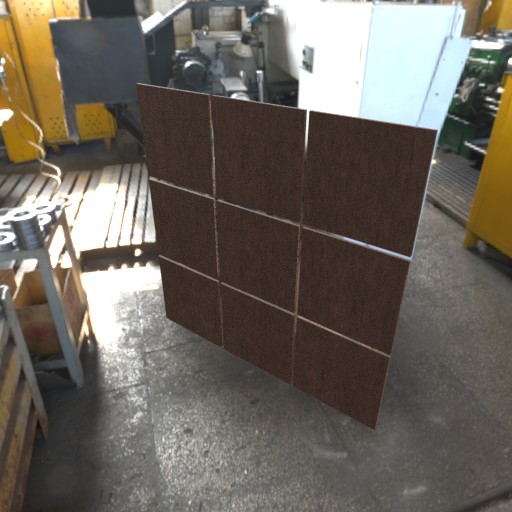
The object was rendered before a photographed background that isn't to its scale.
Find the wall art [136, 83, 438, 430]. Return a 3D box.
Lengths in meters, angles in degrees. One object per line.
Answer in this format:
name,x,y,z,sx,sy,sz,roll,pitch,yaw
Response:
wall art,0.000,0.000,2.277,1.527,1.525,0.014,21,36,31
